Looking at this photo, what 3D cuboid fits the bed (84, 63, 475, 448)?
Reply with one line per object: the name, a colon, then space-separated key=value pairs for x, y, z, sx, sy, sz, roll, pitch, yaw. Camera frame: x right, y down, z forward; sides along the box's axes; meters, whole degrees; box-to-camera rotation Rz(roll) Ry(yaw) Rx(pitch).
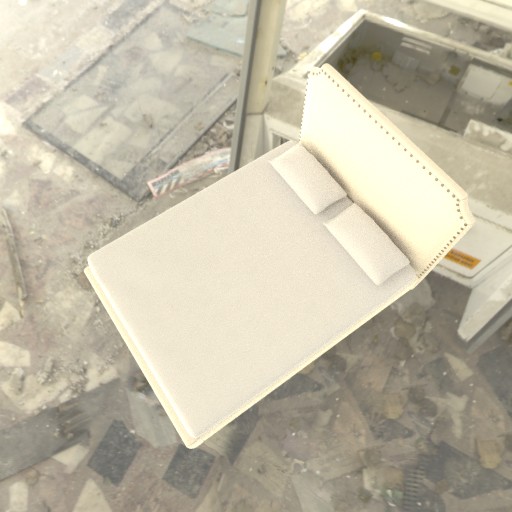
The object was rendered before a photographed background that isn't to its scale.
bed: x=0.000 y=0.000 z=3.444 sx=2.372 sy=1.497 sz=1.712 roll=-33 pitch=69 yaw=-14
